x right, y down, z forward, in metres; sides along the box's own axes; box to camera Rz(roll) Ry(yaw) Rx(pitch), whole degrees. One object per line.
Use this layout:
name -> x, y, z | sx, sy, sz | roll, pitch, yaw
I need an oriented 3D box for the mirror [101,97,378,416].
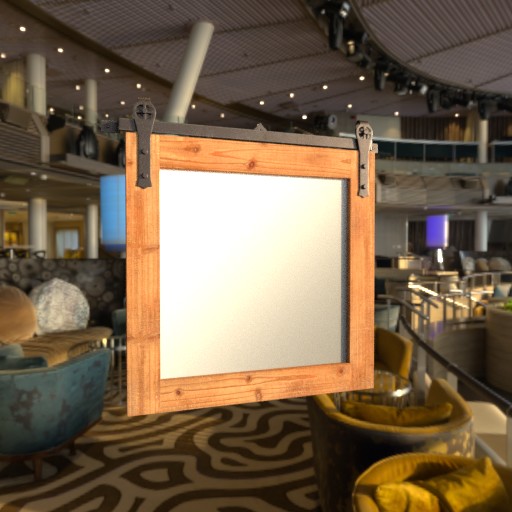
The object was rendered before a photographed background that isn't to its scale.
mirror -> 0.000, 0.000, 1.225 | 0.805, 0.800, 0.054 | 0, 1, -19
